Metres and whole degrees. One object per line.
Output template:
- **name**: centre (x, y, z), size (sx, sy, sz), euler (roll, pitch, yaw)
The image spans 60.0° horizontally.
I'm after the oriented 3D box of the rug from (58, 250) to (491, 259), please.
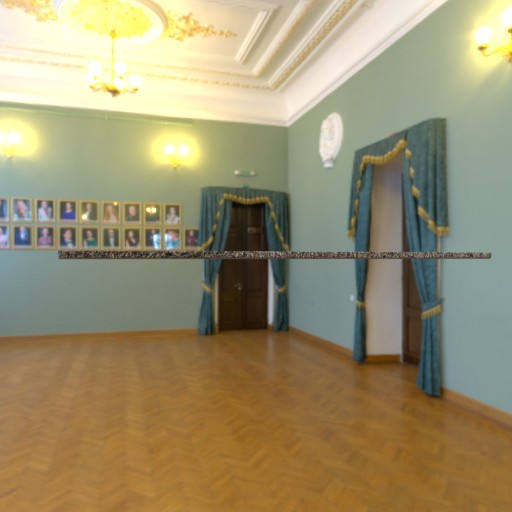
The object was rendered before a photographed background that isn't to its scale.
- **rug**: centre (0.000, 0.000, 2.096), size (1.601, 0.025, 1.198), euler (0, 0, -18)
